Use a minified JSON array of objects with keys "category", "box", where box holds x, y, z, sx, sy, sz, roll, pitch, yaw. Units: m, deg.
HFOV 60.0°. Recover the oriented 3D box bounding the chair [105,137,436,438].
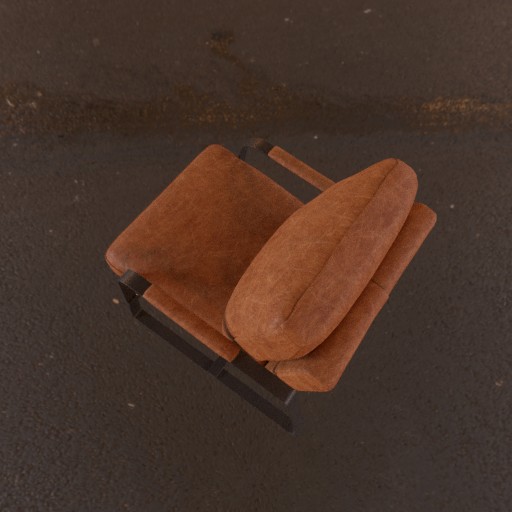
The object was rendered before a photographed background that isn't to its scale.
[{"category":"chair","box":[0.000,0.000,1.380,0.801,0.777,0.651,32,67,15]}]
